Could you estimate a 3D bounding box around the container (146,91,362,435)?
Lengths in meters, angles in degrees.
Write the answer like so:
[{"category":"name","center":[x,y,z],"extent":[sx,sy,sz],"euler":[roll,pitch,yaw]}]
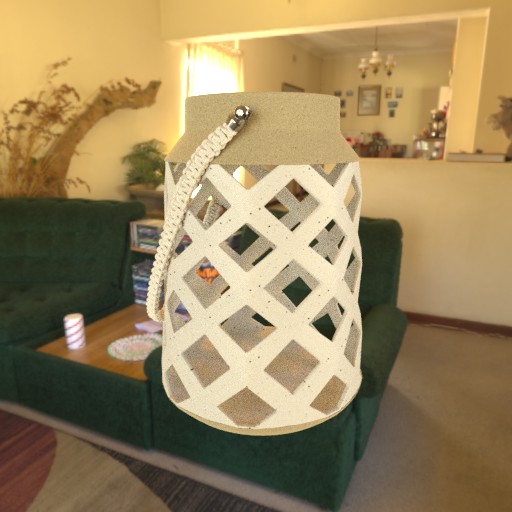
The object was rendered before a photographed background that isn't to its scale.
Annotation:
[{"category":"container","center":[0.000,0.000,0.343],"extent":[0.172,0.229,0.163],"euler":[2,15,7]}]
